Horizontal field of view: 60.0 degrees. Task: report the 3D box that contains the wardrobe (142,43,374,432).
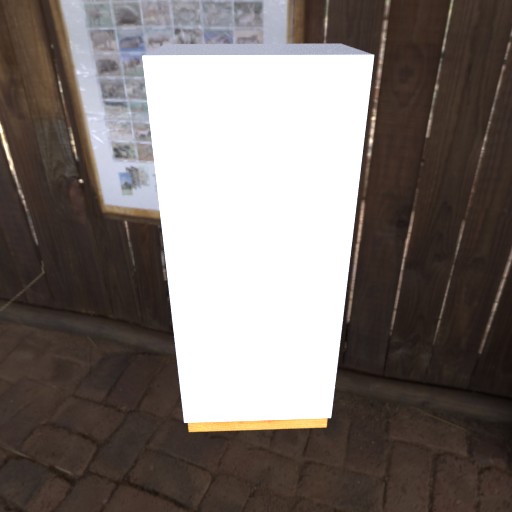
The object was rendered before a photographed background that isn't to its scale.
[{"bbox_3d":[0.000,0.000,2.403,0.860,2.040,0.600,-1,29,-2],"label":"wardrobe"}]
